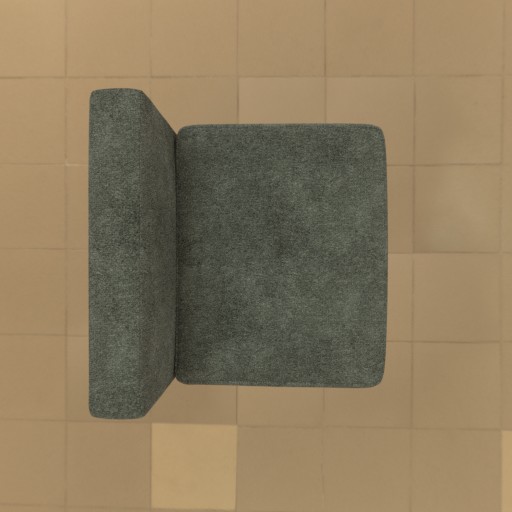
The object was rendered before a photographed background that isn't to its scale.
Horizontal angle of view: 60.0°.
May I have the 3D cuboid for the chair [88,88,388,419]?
[{"bbox_3d":[0.000,0.000,1.194,0.680,0.660,0.680,0,90,2],"label":"chair"}]
